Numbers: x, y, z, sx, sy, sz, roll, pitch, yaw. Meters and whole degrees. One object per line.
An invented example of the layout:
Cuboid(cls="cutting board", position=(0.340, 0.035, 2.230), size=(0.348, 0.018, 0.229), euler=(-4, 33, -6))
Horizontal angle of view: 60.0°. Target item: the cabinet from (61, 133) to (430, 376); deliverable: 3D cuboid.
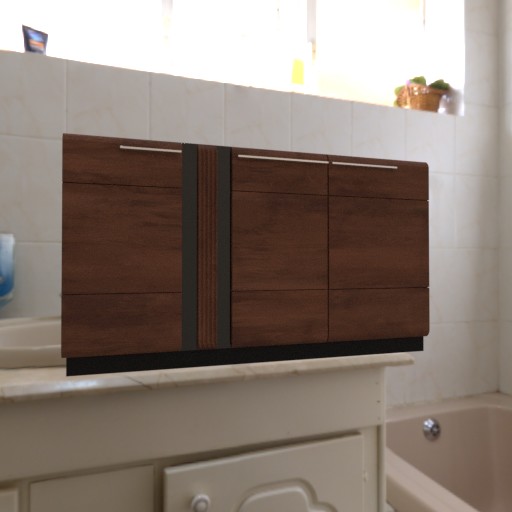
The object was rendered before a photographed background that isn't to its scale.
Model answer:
Cuboid(cls="cabinet", position=(0.000, 0.000, 2.031), size=(1.600, 0.900, 0.420), euler=(0, -1, -17))
